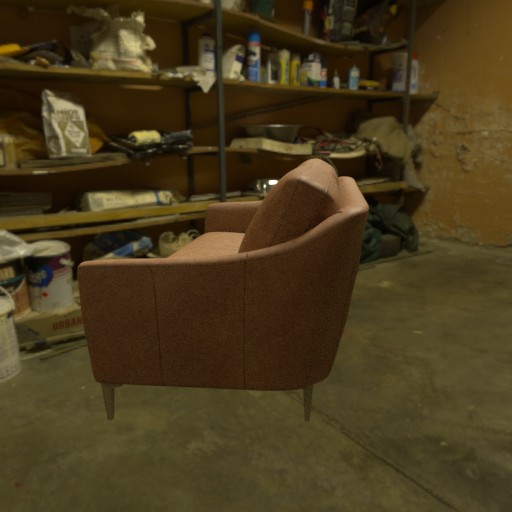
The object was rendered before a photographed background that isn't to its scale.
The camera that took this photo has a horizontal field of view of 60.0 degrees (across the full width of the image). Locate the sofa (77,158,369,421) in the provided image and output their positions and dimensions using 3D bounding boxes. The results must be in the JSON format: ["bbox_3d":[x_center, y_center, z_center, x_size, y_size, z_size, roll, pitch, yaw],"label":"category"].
[{"bbox_3d":[0.000,0.000,2.177,0.960,0.902,1.619,2,15,9],"label":"sofa"}]
